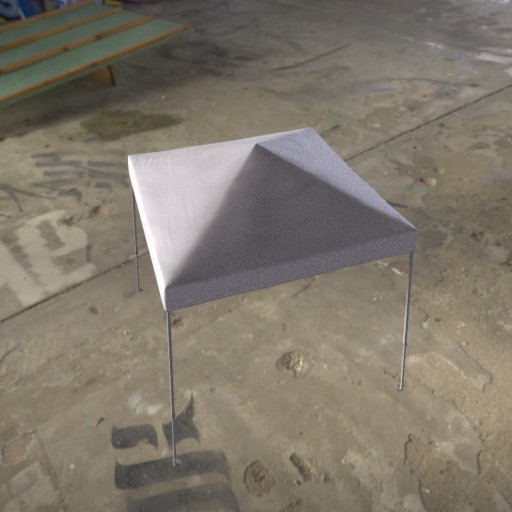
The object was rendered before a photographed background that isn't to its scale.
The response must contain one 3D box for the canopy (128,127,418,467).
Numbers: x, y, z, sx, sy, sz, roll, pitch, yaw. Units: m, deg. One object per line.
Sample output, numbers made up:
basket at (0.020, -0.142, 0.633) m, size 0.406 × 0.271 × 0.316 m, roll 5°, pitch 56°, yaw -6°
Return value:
canopy at (0.000, 0.000, 5.205) m, size 2.850 × 2.850 × 2.849 m, roll -13°, pitch 42°, yaw -15°
